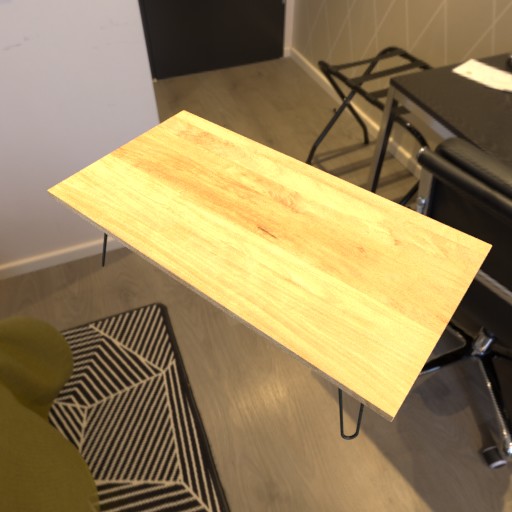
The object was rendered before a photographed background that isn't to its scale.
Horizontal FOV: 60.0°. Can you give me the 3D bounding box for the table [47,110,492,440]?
[{"bbox_3d":[0.000,0.000,1.639,1.348,0.400,0.699,30,54,24],"label":"table"}]
